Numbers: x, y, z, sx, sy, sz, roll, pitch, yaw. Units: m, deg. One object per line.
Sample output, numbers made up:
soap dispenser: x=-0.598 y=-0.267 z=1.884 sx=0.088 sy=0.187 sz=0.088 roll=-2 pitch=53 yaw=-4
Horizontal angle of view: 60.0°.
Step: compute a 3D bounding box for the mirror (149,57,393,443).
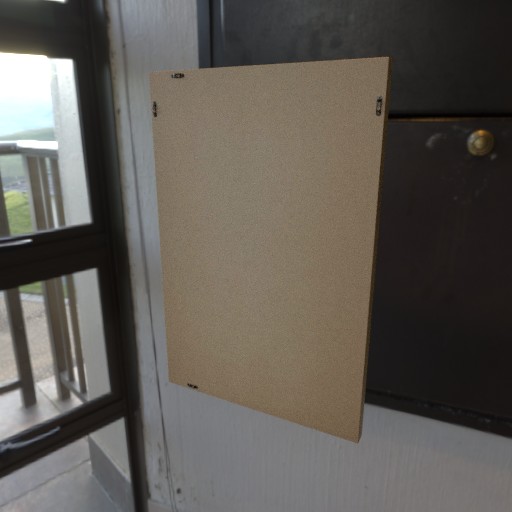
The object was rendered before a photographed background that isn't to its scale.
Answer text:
mirror: x=0.000 y=0.000 z=1.155 sx=0.609 sy=0.915 sz=0.040 roll=9 pitch=19 yaw=26
